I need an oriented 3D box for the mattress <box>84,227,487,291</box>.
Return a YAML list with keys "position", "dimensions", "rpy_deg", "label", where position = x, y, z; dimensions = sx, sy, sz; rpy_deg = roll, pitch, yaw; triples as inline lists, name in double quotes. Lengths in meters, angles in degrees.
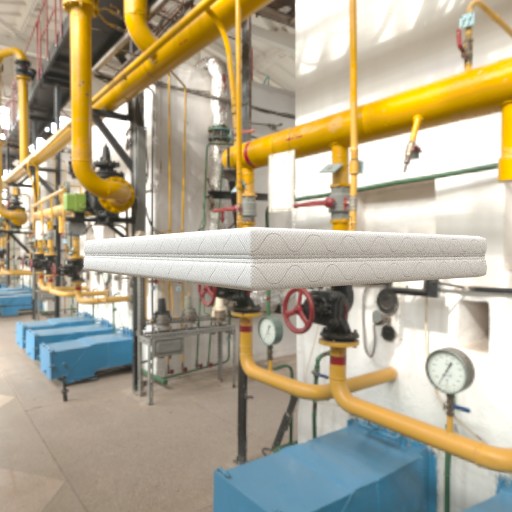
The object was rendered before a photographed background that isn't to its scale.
- position: [0.000, 0.000, 2.510]
  dimensions: [1.400, 0.200, 1.900]
  rpy_deg: [0, 1, -36]
  label: "mattress"
